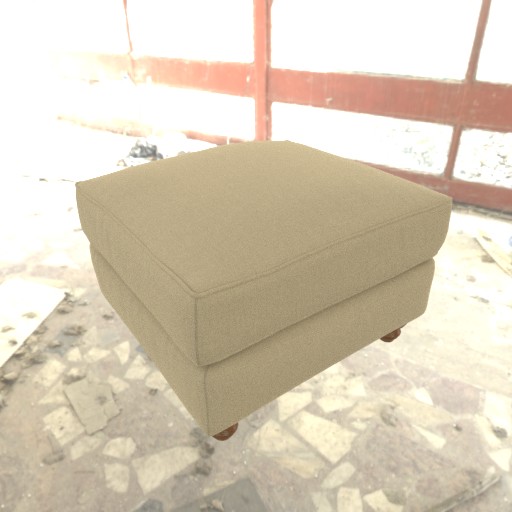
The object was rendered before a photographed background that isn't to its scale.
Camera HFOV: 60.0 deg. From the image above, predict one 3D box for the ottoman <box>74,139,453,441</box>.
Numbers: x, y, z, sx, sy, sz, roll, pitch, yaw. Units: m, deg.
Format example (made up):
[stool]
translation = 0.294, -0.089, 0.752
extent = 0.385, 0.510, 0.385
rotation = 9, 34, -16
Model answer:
[ottoman]
translation = 0.000, 0.000, 1.161
extent = 0.716, 0.505, 0.662
rotation = -20, 35, -31
